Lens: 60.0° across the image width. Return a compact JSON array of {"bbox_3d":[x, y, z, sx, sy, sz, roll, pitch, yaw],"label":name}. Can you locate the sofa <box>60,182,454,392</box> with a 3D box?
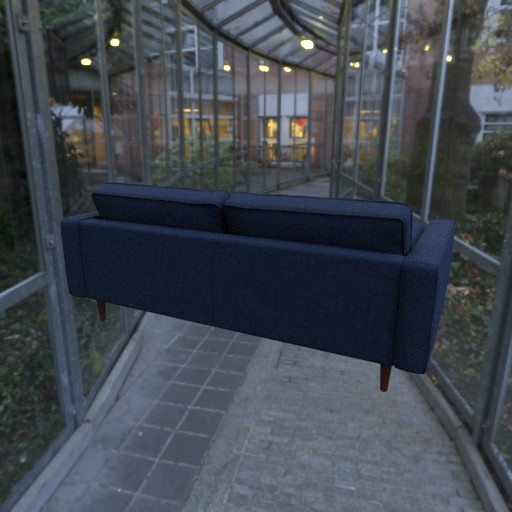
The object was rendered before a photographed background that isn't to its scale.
[{"bbox_3d":[0.000,0.000,2.367,1.880,0.762,0.914,8,18,26],"label":"sofa"}]
